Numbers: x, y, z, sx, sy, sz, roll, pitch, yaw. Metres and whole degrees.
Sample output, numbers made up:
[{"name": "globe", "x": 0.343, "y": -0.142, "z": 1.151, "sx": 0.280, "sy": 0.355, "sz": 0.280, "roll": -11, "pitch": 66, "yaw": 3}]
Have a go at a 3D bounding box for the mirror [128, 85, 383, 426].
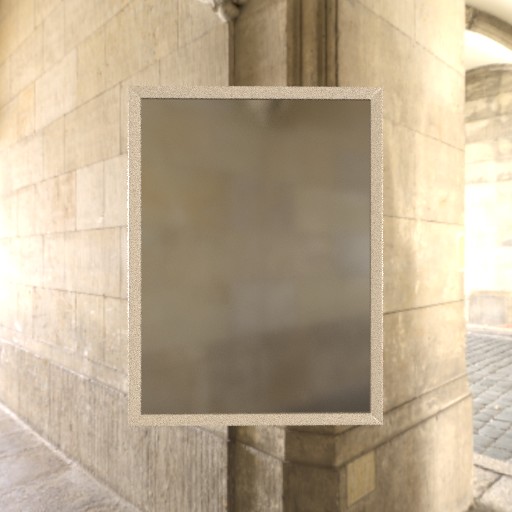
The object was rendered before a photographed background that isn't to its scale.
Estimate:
[{"name": "mirror", "x": 0.000, "y": 0.000, "z": 1.347, "sx": 0.762, "sy": 1.016, "sz": 0.040, "roll": 0, "pitch": 0, "yaw": -1}]
